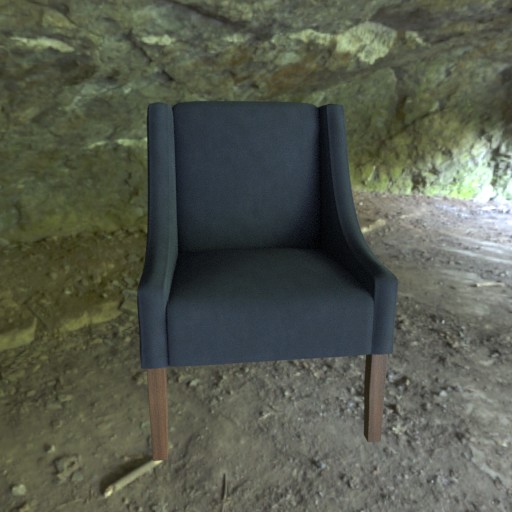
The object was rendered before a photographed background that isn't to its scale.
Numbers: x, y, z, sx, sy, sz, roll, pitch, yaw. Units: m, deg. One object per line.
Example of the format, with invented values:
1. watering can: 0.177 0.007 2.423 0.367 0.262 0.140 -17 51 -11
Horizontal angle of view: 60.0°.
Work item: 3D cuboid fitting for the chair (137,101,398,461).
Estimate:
1. chair: 0.000 0.000 1.307 0.629 0.895 0.629 -2 15 -7
